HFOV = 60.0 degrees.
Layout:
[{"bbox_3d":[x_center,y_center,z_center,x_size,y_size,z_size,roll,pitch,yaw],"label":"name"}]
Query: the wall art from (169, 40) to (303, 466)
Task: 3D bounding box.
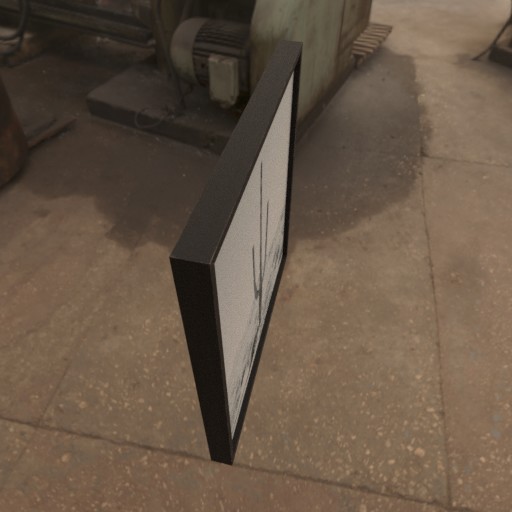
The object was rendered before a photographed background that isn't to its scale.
[{"bbox_3d":[0.000,0.000,0.744,0.038,0.508,0.508,10,47,9],"label":"wall art"}]
